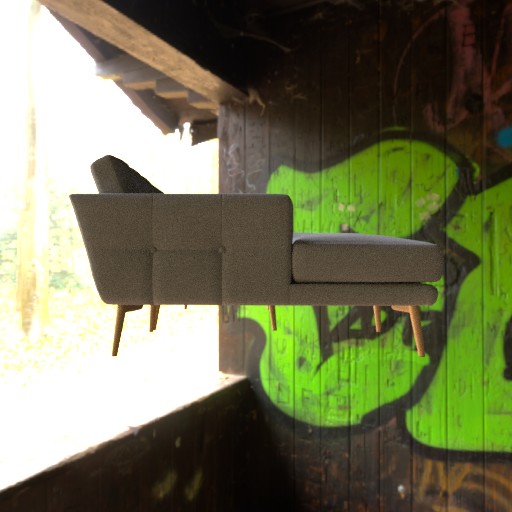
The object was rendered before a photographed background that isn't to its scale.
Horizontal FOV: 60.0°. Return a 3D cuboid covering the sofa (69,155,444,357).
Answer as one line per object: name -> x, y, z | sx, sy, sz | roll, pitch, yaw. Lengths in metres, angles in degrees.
sofa -> 0.000, 0.000, 2.780 | 1.530, 0.860, 2.040 | 0, -1, 0
